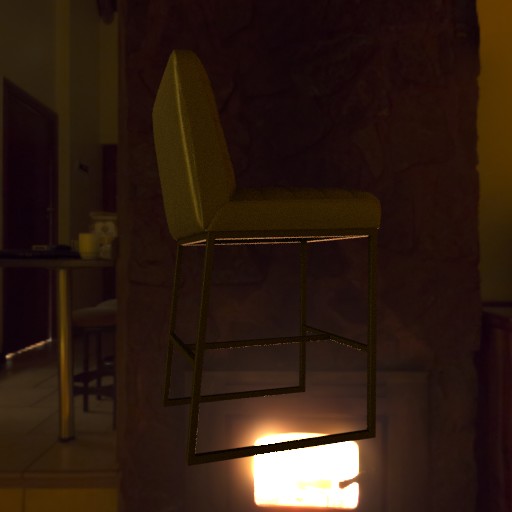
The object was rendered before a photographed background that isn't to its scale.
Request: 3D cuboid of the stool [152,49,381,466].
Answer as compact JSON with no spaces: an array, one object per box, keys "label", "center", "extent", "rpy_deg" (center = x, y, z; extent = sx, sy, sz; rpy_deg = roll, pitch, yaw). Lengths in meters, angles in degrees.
[{"label":"stool","center":[0.000,0.000,1.270],"extent":[0.552,0.938,0.457],"rpy_deg":[0,-1,-19]}]
